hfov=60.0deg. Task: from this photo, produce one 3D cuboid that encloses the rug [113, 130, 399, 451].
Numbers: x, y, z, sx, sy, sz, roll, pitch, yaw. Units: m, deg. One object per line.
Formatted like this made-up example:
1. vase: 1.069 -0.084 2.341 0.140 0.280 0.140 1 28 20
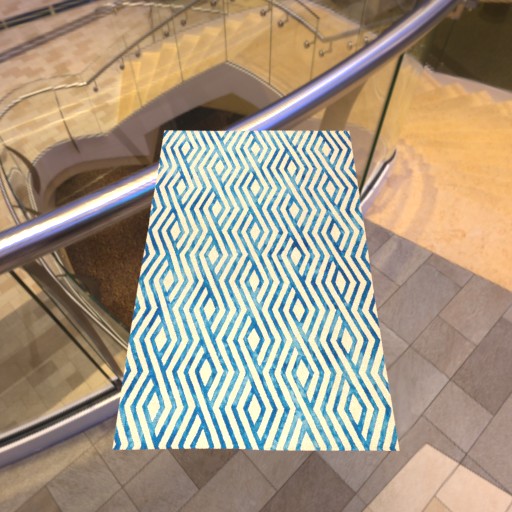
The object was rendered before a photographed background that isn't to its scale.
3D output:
1. rug: 0.000 0.000 3.004 1.531 0.008 2.439 0 58 0
